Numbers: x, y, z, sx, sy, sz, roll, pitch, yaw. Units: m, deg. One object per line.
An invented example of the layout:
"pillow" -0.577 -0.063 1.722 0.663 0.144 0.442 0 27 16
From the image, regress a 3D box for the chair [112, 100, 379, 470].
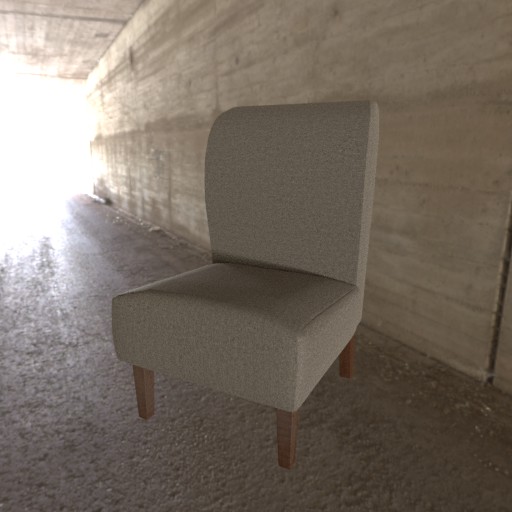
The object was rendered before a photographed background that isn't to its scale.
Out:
"chair" 0.000 0.000 1.165 0.513 0.804 0.592 7 15 26
